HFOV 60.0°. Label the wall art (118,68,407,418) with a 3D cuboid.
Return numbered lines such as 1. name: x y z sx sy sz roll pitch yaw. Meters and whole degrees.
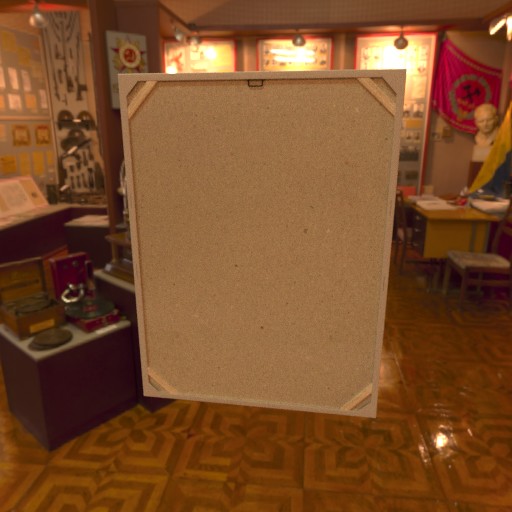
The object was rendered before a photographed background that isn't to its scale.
1. wall art: 0.000 0.000 1.573 0.914 1.212 0.038 3 17 9
